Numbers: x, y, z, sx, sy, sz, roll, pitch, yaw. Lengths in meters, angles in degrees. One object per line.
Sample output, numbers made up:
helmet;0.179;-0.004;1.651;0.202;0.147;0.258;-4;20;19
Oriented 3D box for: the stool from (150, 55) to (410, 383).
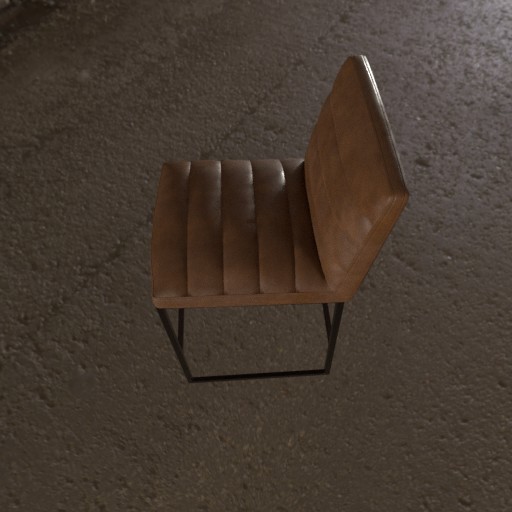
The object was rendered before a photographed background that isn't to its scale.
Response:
stool;0.000;0.000;1.358;0.562;1.065;0.463;-3;58;-2
